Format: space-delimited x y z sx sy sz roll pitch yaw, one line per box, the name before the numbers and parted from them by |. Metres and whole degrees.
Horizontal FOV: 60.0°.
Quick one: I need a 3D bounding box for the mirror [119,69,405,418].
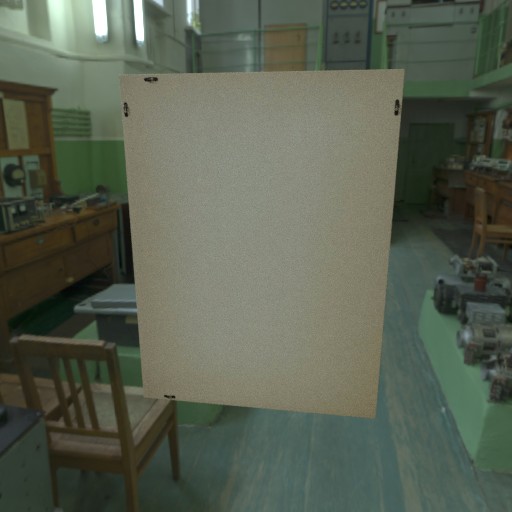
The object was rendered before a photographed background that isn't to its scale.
mirror | 0.000 0.000 1.320 0.762 1.016 0.040 2 16 8
